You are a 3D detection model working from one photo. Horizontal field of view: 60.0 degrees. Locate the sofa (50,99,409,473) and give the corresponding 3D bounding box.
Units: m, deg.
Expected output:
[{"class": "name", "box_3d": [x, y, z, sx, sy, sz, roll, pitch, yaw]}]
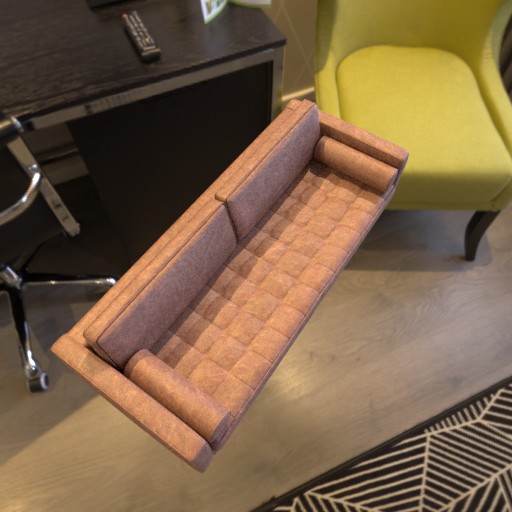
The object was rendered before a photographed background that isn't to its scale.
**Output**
[{"class": "sofa", "box_3d": [0.000, 0.000, 2.620, 0.914, 0.762, 2.210, 31, 63, 17]}]
